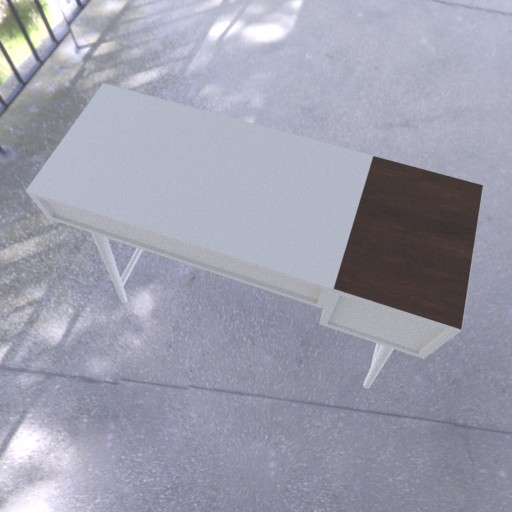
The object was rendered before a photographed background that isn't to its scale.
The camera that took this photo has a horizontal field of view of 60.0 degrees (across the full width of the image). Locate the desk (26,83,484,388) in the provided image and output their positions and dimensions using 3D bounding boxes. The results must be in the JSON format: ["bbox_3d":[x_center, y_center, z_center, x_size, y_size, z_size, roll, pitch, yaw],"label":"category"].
[{"bbox_3d":[0.000,0.000,1.444,1.069,0.761,0.409,18,64,9],"label":"desk"}]
